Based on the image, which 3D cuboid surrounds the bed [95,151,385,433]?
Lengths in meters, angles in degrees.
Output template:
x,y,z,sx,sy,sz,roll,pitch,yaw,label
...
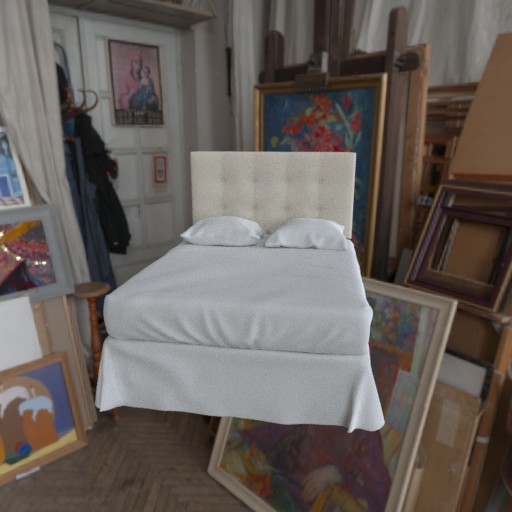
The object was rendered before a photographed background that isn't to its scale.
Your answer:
x,y,z,sx,sy,sz,roll,pitch,yaw,label
0.000,0.000,3.575,1.936,1.577,2.222,2,15,8,bed
